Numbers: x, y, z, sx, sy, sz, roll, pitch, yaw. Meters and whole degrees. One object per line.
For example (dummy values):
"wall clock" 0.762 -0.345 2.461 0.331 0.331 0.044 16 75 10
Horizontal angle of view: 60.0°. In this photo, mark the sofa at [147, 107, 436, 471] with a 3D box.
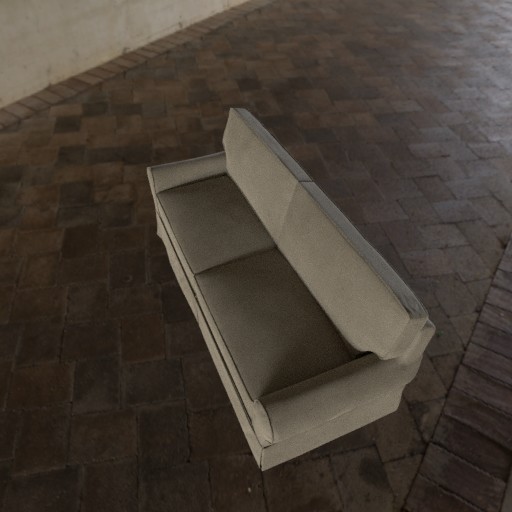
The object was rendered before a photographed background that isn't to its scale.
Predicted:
"sofa" 0.000 0.000 2.805 0.900 1.014 2.246 -17 48 -17
